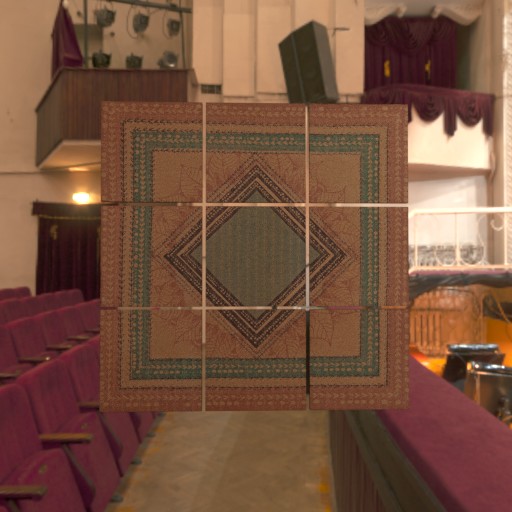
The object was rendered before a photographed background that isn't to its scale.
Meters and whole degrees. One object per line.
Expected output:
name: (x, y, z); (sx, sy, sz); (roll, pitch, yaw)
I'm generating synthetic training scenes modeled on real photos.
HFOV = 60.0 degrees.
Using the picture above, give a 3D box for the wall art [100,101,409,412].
wall art: (0.000, 0.000, 1.322); (0.915, 0.914, 0.013); (0, -1, -2)
